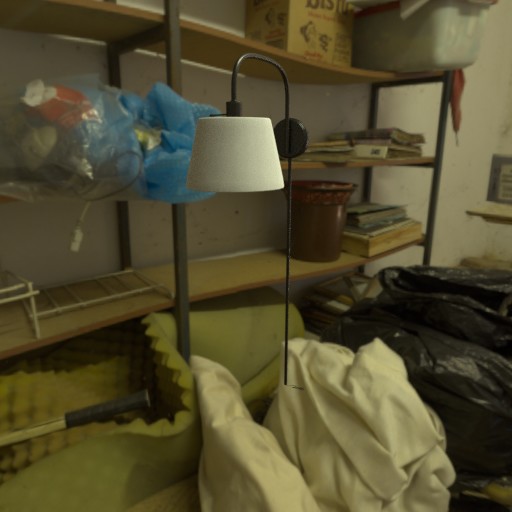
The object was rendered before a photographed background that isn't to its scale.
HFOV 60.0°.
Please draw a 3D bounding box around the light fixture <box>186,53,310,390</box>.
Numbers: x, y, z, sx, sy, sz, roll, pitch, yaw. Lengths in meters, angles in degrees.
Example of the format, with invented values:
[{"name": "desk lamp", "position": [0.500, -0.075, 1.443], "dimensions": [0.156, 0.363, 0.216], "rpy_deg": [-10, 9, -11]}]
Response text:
[{"name": "light fixture", "position": [0.000, 0.000, 0.473], "dimensions": [0.092, 0.399, 0.176], "rpy_deg": [8, 17, 27]}]
